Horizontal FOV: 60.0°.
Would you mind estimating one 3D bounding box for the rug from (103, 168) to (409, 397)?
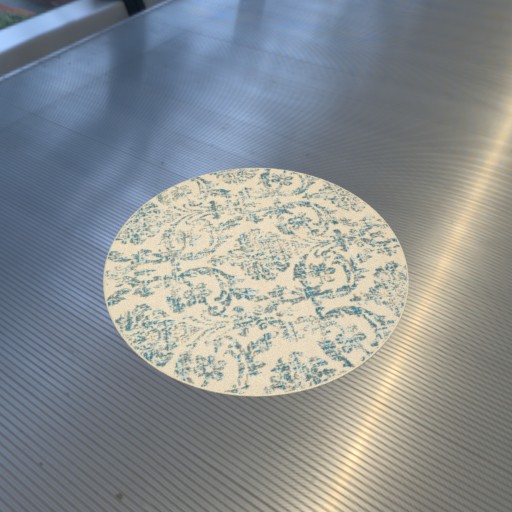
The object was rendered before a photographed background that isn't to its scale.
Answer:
[{"bbox_3d":[0.000,0.000,2.372,1.593,0.012,1.593,0,47,0],"label":"rug"}]
